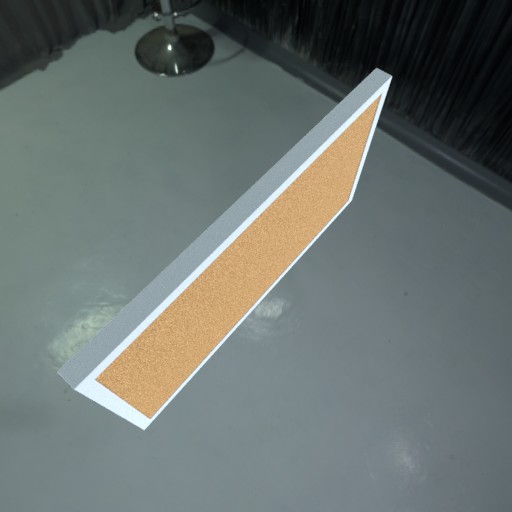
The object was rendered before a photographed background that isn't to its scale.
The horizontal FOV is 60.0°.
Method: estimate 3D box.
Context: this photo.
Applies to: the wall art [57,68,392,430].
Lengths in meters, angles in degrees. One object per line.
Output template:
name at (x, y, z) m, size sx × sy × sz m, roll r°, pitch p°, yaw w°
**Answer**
wall art at (0.000, 0.000, 0.946) m, size 0.038 × 0.431 × 0.812 m, roll 37°, pitch 68°, yaw 18°
